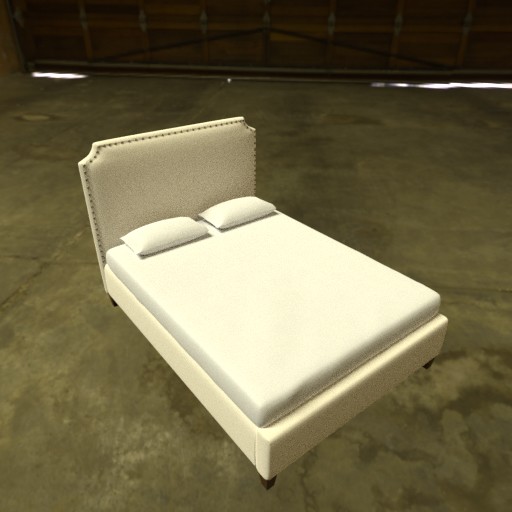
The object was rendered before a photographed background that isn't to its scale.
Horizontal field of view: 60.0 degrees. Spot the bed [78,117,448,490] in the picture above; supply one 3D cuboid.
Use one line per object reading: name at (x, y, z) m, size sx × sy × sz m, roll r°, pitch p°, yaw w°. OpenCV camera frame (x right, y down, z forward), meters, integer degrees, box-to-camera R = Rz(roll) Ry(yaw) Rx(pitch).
bed at (0.000, 0.000, 3.395) m, size 1.712 × 1.497 × 2.372 m, roll -21°, pitch 36°, yaw -32°
